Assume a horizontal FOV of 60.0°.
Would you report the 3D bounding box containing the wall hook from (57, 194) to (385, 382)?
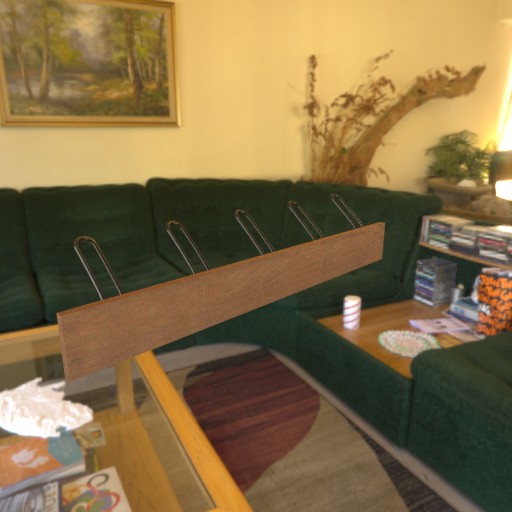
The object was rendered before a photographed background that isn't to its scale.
[{"bbox_3d":[0.000,0.000,0.598,0.076,0.116,0.554,15,22,42],"label":"wall hook"}]
